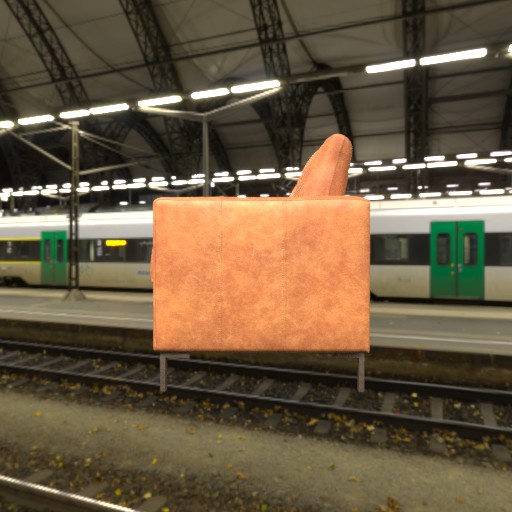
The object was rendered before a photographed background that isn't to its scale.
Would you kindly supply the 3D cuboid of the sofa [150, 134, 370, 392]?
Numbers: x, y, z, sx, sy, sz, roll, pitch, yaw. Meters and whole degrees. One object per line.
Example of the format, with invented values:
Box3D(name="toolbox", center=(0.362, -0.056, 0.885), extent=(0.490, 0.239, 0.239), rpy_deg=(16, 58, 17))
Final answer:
Box3D(name="sofa", center=(0.000, 0.000, 2.403), extent=(0.748, 0.863, 2.029), rpy_deg=(0, 0, 0))
